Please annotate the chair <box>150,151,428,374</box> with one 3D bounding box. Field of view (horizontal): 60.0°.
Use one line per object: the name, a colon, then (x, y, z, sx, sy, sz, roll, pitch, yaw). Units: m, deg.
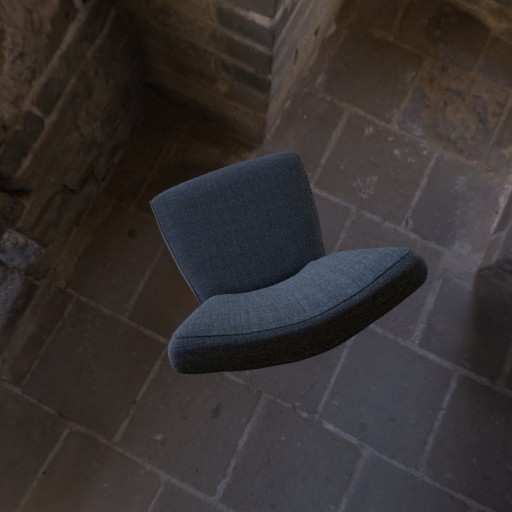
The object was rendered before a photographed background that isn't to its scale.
chair: (0.000, 0.000, 1.344, 0.520, 0.991, 0.660, -20, 76, -5)
